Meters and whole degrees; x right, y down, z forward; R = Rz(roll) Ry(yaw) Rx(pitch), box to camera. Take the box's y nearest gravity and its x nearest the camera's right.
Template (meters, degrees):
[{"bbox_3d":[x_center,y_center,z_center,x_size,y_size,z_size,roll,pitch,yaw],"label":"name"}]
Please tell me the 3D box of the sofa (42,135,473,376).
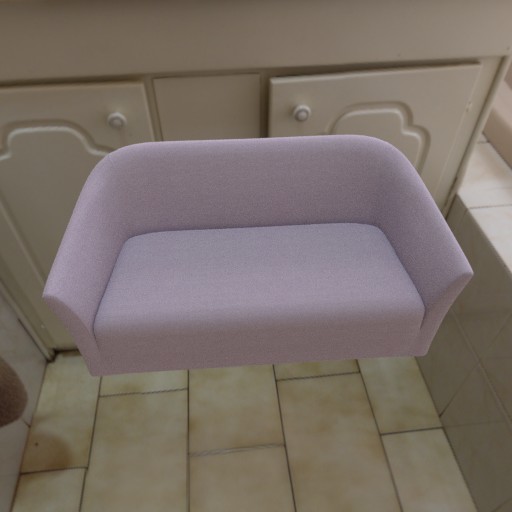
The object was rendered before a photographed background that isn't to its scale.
[{"bbox_3d":[0.000,0.000,1.867,1.452,0.721,0.705,-3,46,-3],"label":"sofa"}]
